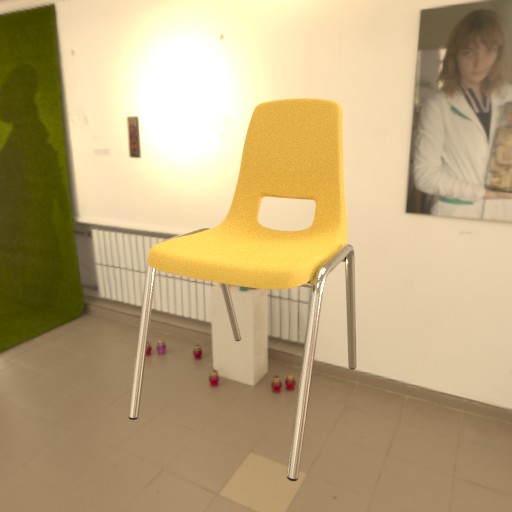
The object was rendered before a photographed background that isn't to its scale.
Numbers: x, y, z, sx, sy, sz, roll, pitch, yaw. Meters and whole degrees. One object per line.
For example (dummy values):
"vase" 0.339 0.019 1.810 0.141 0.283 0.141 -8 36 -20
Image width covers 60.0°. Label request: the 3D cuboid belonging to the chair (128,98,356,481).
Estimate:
"chair" 0.000 0.000 0.936 0.381 0.653 0.436 8 18 27
